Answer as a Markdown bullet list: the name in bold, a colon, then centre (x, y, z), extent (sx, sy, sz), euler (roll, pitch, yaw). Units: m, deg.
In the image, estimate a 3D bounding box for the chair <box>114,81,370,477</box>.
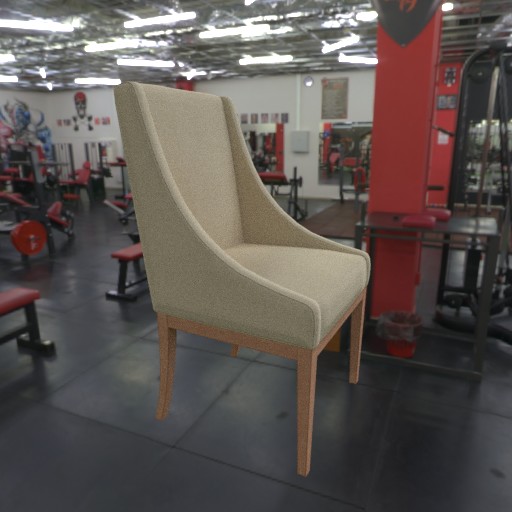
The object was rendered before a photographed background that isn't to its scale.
- **chair**: centre (0.000, 0.000, 1.412), extent (0.611, 1.021, 0.575), euler (7, 17, 26)
